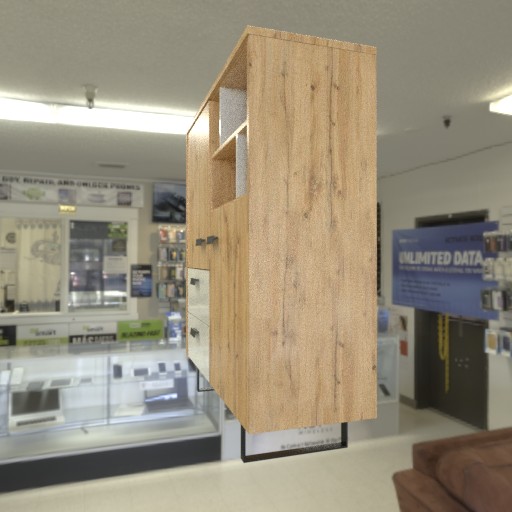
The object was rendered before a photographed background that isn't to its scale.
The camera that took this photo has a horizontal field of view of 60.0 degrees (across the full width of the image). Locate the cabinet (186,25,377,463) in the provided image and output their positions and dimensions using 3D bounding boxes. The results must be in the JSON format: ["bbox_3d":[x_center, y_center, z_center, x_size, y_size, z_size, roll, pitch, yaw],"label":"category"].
[{"bbox_3d":[0.000,0.000,1.967,0.473,1.397,1.168,0,0,-18],"label":"cabinet"}]
